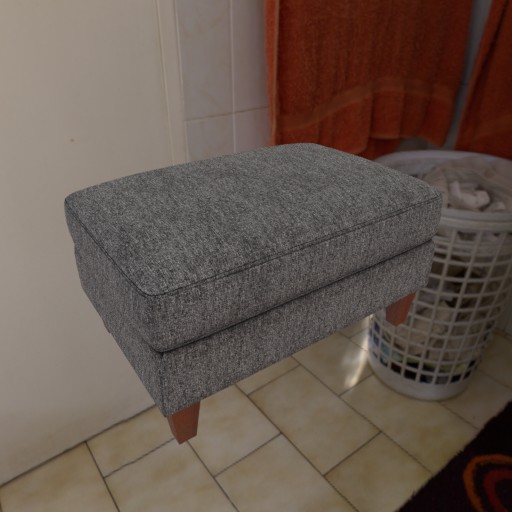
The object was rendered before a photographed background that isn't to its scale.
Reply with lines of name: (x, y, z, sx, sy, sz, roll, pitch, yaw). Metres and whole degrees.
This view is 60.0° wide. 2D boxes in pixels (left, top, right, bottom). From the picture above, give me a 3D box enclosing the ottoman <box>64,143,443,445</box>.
ottoman: (0.000, 0.000, 1.242, 0.864, 0.483, 0.584, -19, 35, -30)
